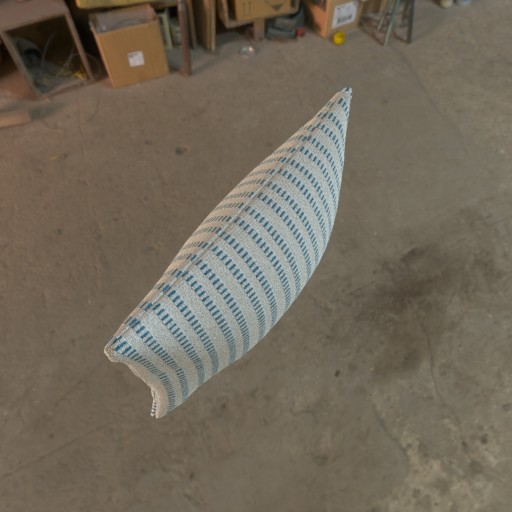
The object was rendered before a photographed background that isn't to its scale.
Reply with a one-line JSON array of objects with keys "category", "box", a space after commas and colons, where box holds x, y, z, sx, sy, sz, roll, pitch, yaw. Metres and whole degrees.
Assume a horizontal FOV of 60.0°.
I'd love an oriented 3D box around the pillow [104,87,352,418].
[{"category": "pillow", "box": [0.000, 0.000, 0.832, 0.210, 0.353, 0.640, 31, 63, 18]}]
